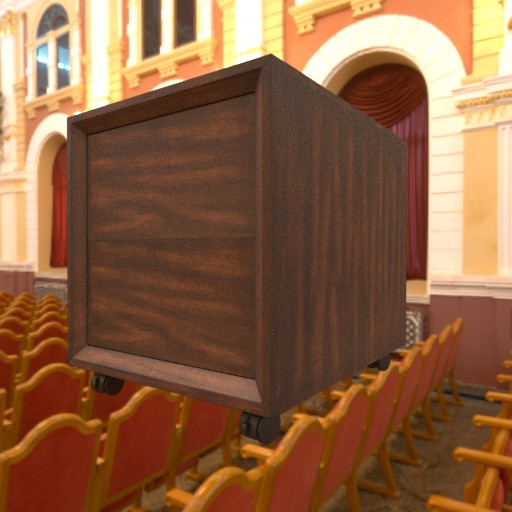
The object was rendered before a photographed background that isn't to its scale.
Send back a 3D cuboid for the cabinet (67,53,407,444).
[{"bbox_3d":[0.000,0.000,0.811,0.402,0.455,0.500,0,1,36],"label":"cabinet"}]
